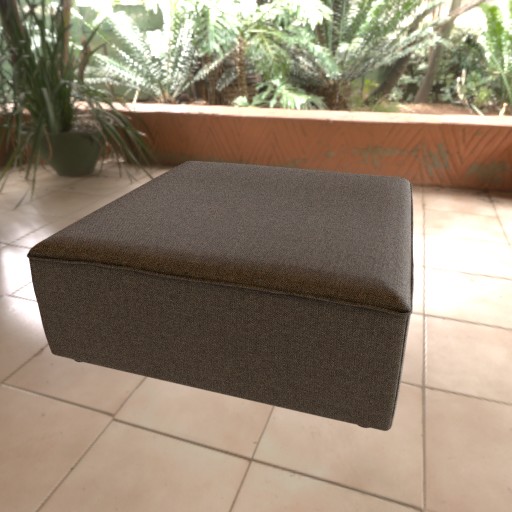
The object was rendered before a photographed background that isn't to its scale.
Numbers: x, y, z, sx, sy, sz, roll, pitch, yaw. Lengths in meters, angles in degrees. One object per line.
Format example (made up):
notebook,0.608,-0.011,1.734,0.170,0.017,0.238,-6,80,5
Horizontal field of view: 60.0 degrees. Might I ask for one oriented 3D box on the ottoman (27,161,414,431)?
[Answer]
ottoman,0.000,0.000,1.556,1.017,0.423,1.023,8,27,16
